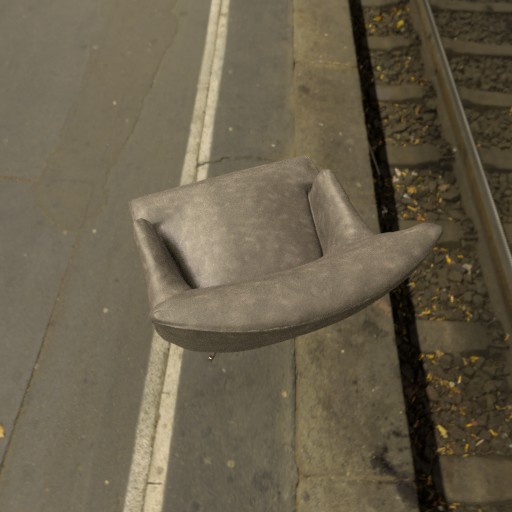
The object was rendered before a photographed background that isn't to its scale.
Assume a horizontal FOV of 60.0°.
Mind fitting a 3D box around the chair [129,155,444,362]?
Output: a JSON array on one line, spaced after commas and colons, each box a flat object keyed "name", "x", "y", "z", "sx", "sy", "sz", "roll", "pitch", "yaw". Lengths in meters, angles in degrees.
[{"name": "chair", "x": 0.000, "y": 0.000, "z": 1.470, "sx": 0.738, "sy": 0.870, "sz": 0.874, "roll": -16, "pitch": 59, "yaw": -10}]
